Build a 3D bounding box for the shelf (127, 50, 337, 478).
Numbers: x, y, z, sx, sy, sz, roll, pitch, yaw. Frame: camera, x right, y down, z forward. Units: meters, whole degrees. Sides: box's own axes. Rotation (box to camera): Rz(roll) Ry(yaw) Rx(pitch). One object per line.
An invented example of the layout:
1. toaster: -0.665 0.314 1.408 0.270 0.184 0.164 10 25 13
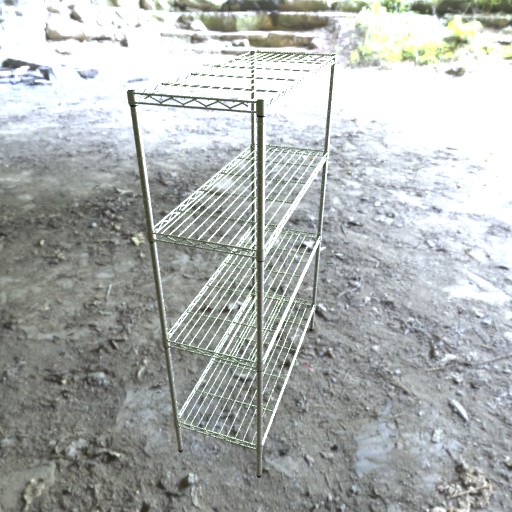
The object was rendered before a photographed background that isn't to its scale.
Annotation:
1. shelf: 0.000 0.000 1.721 0.352 1.360 0.907 10 32 16
